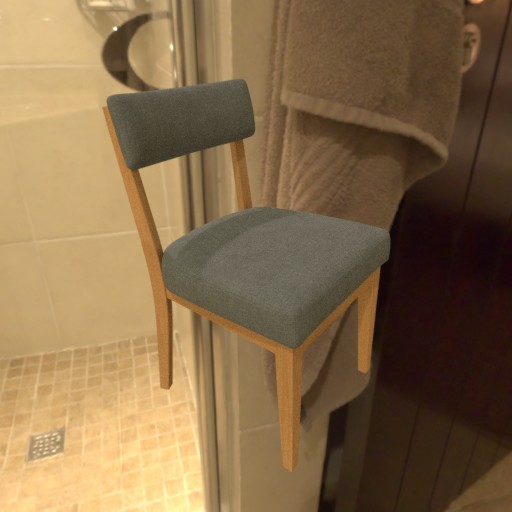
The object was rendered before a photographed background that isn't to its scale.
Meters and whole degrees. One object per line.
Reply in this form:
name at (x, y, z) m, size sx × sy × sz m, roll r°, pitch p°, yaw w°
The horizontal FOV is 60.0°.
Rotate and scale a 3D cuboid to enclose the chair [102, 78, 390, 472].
chair at (0.000, 0.000, 1.191) m, size 0.572 × 0.832 × 0.508 m, roll 19°, pitch 32°, yaw 32°
